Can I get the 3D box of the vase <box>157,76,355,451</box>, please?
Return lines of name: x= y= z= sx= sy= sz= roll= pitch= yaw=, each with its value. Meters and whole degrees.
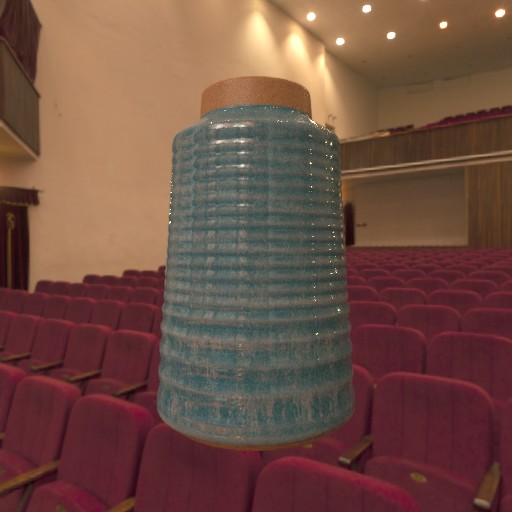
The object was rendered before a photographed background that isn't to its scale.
vase: x=0.000 y=0.000 z=0.372 sx=0.163 sy=0.267 sz=0.163 roll=0 pitch=1 yaw=0
